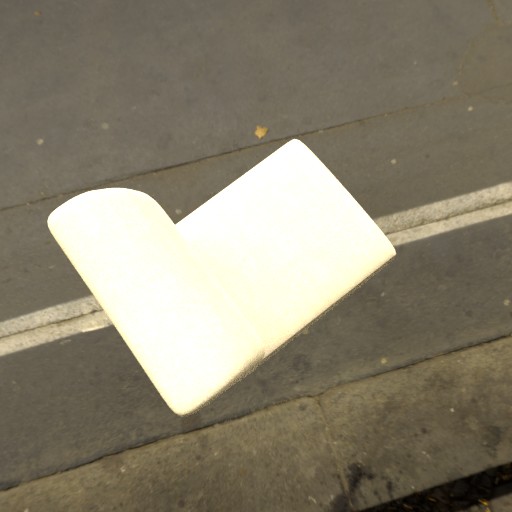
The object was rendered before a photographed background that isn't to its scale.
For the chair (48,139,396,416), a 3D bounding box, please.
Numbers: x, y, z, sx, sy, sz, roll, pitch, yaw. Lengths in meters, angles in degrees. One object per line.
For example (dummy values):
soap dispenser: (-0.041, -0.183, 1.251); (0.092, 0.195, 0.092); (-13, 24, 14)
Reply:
chair: (0.000, 0.000, 1.331); (0.754, 0.833, 0.521); (-36, 78, -9)
